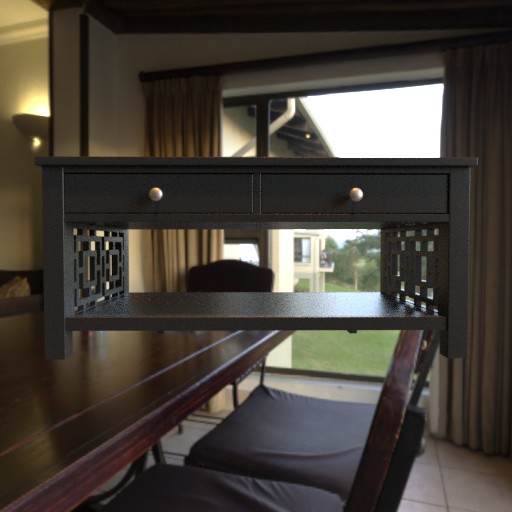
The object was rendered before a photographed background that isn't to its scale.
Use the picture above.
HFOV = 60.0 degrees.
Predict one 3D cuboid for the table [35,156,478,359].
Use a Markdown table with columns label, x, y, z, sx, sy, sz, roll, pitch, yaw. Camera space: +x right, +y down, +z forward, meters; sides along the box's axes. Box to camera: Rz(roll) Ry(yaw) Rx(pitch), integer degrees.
| label | x | y | z | sx | sy | sz | roll | pitch | yaw |
| --- | --- | --- | --- | --- | --- | --- | --- | --- | --- |
| table | 0.000 | 0.000 | 1.366 | 1.068 | 0.493 | 0.612 | 0 | 2 | -1 |
